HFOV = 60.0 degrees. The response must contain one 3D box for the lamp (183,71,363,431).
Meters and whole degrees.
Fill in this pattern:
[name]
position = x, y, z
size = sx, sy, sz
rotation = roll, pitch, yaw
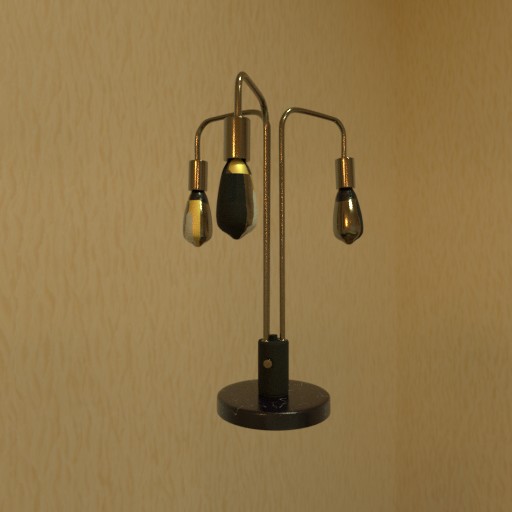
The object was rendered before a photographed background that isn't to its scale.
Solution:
[lamp]
position = 0.000, 0.000, 0.806
size = 0.355, 0.560, 0.368
rotation = 0, 0, 18
